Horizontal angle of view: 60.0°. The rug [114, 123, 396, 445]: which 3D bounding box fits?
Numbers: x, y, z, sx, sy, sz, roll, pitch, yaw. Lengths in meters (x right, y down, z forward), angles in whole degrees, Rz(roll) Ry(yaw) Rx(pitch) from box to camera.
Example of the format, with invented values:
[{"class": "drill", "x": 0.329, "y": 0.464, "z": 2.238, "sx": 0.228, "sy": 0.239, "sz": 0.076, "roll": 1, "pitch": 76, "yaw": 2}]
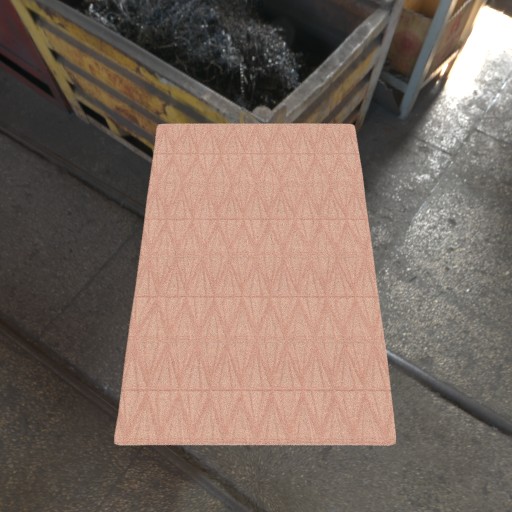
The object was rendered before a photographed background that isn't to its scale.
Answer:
[{"class": "rug", "x": 0.000, "y": 0.000, "z": 3.035, "sx": 1.609, "sy": 0.015, "sz": 2.390, "roll": 0, "pitch": 63, "yaw": 0}]
